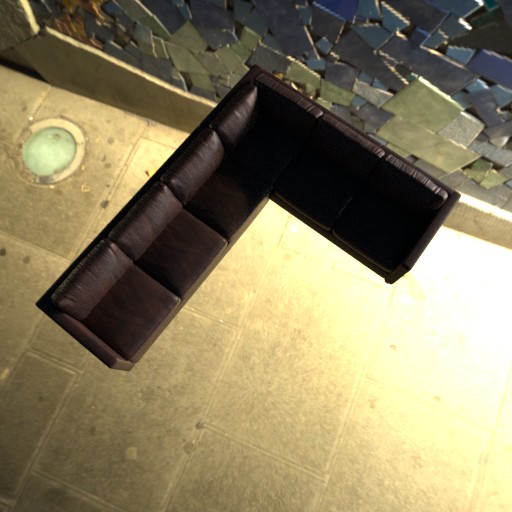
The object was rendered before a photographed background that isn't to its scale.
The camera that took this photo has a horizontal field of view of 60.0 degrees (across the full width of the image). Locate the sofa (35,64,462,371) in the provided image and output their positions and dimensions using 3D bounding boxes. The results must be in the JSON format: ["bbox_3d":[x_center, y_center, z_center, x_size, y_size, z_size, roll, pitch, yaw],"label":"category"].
[{"bbox_3d":[0.000,0.000,4.232,2.438,0.836,3.152,36,77,10],"label":"sofa"}]
